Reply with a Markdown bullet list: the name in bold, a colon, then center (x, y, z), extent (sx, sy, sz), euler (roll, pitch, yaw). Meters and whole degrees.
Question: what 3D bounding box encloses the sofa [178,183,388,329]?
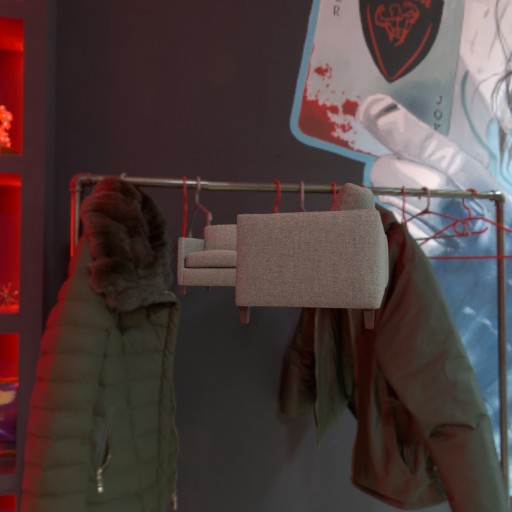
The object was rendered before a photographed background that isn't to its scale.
- **sofa**: center (0.000, 0.000, 4.572), extent (2.593, 0.947, 3.302), euler (0, -1, 17)
